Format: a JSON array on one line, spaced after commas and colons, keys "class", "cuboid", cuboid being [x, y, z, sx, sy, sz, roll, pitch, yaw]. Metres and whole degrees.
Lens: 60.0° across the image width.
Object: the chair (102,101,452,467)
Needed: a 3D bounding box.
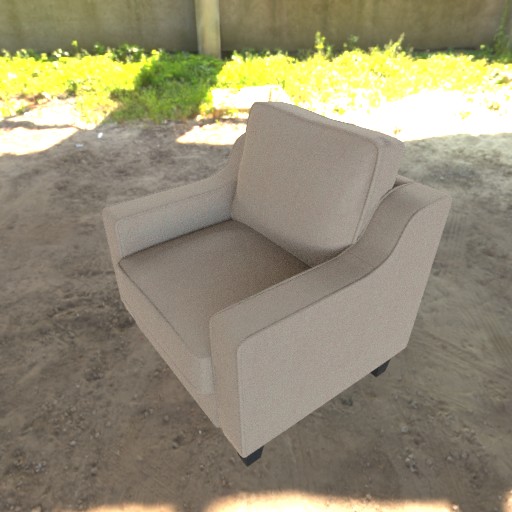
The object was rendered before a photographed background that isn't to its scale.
[{"class": "chair", "cuboid": [0.000, 0.000, 1.648, 0.882, 0.948, 0.922, -22, 39, -30]}]
